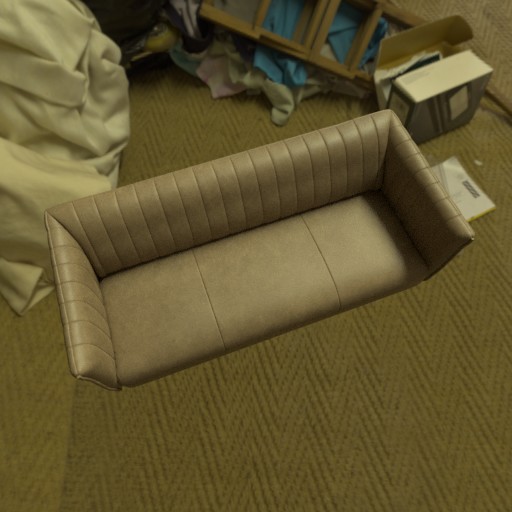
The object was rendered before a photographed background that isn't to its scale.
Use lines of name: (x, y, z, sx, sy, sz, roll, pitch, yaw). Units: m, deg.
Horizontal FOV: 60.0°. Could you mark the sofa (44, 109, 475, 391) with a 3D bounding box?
sofa: (0.000, 0.000, 2.456, 1.980, 0.779, 0.876, -18, 66, -8)
